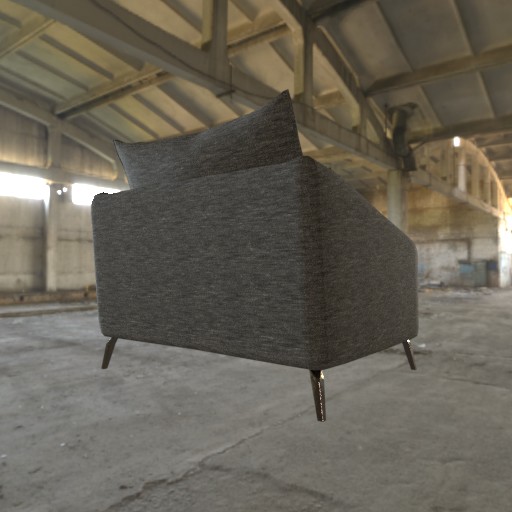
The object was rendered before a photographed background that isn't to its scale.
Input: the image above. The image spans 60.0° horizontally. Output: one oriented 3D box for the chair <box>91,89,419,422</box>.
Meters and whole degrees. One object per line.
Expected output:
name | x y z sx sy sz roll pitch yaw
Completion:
chair | 0.000 0.000 1.658 1.004 0.842 0.805 -1 -2 38
